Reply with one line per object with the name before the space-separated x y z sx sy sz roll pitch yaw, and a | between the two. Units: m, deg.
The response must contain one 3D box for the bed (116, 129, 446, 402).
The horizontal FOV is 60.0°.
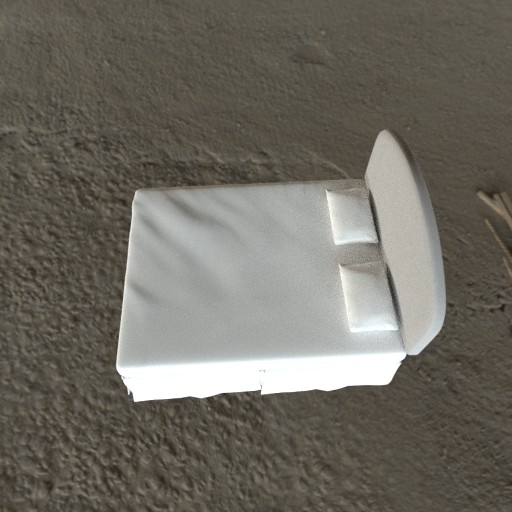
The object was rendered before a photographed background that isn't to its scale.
bed | 0.000 0.000 3.154 2.005 1.410 1.607 -3 59 -2
